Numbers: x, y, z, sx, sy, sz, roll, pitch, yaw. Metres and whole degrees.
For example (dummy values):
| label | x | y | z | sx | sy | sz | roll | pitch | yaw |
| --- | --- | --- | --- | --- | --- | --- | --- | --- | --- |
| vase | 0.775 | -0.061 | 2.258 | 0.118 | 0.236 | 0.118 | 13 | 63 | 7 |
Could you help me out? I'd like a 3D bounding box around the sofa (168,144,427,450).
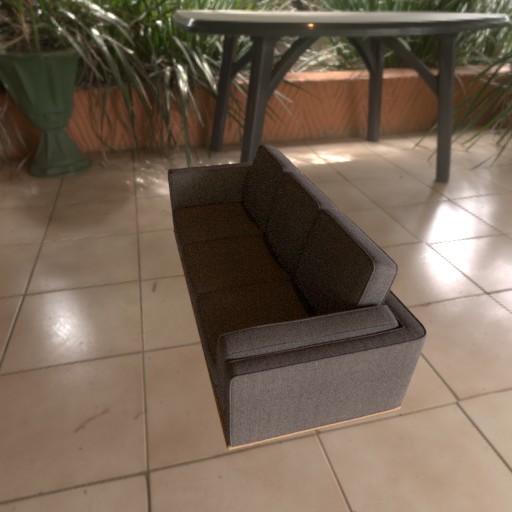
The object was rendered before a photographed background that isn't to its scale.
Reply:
| label | x | y | z | sx | sy | sz | roll | pitch | yaw |
| --- | --- | --- | --- | --- | --- | --- | --- | --- | --- |
| sofa | 0.000 | 0.000 | 2.828 | 0.903 | 0.899 | 2.362 | -8 | 32 | -13 |
